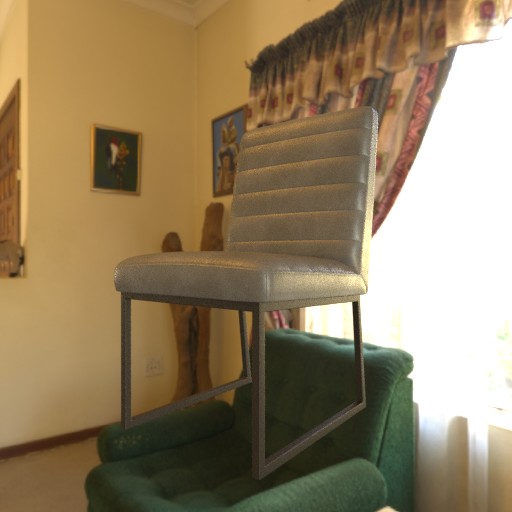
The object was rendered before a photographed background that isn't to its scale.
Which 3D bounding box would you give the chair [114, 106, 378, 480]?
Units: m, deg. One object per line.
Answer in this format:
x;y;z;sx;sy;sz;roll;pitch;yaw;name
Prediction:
0.000;0.000;1.295;0.520;0.930;0.634;0;0;37;chair
